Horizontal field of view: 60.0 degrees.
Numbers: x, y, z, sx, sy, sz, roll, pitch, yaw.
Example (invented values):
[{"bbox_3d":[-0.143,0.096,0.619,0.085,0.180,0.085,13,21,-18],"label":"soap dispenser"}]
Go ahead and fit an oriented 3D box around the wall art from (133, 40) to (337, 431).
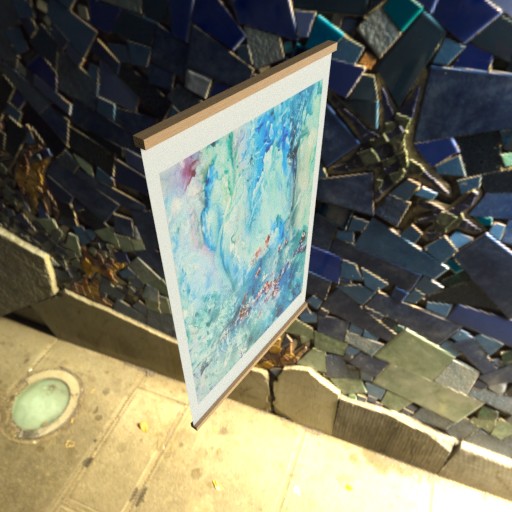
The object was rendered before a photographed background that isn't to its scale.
[{"bbox_3d":[0.000,0.000,1.294,0.027,1.020,0.669,26,48,26],"label":"wall art"}]
